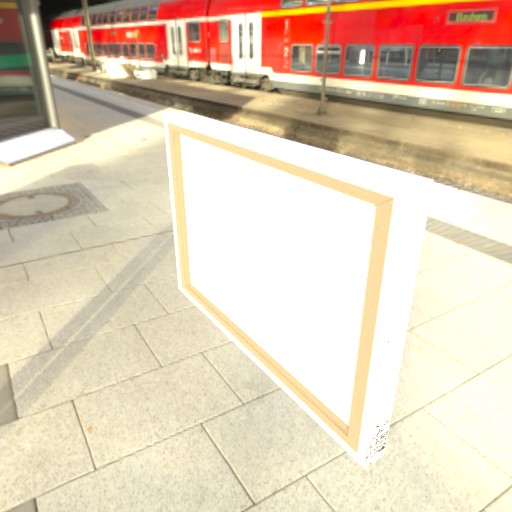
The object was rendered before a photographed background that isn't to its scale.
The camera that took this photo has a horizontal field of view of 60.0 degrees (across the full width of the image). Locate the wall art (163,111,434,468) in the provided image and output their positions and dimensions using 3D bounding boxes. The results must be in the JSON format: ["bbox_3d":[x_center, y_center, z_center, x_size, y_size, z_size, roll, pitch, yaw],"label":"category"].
[{"bbox_3d":[0.000,0.000,0.775,0.042,0.414,0.608,-17,31,-30],"label":"wall art"}]
